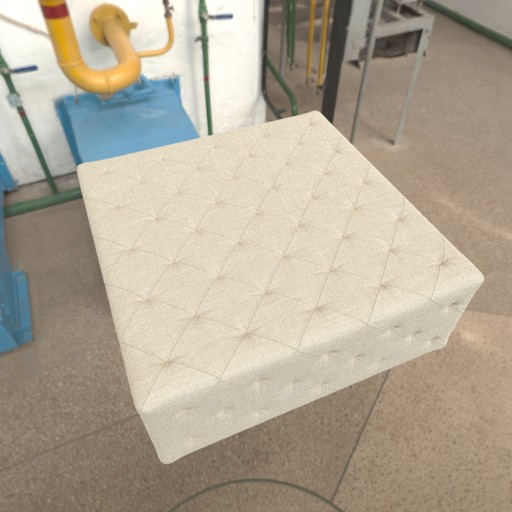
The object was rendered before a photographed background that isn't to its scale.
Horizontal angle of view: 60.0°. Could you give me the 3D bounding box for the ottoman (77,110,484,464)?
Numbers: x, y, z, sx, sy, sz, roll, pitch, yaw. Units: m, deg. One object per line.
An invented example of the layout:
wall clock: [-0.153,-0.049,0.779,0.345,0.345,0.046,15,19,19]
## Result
ottoman: [0.000,0.000,1.606,1.028,0.439,1.028,-17,50,-15]
